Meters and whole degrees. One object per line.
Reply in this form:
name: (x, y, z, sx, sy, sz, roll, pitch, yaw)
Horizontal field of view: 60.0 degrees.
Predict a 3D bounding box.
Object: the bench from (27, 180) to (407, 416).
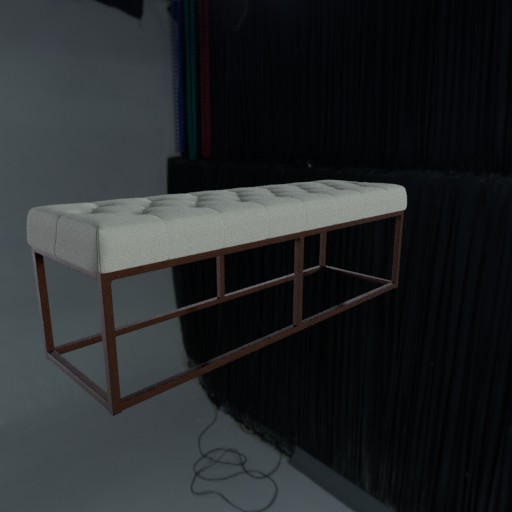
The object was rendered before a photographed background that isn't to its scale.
bench: (0.000, 0.000, 1.704, 0.479, 0.488, 1.488, 14, 20, 43)
